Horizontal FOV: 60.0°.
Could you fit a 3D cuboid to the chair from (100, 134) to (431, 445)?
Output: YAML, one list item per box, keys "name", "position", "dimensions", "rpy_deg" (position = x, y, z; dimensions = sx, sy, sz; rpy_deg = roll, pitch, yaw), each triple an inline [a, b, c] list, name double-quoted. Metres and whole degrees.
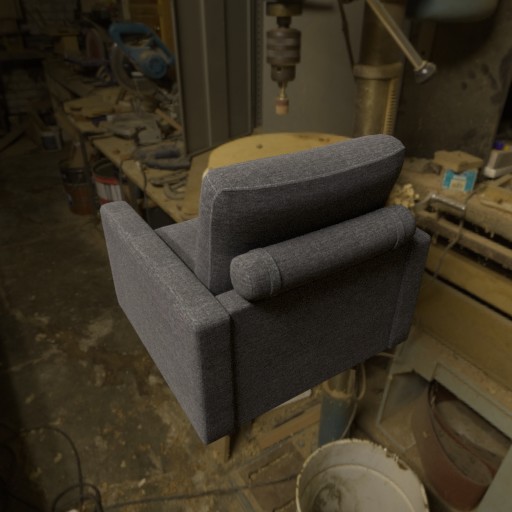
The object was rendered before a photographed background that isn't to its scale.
- name: "chair"
  position: [0.000, 0.000, 1.525]
  dimensions: [0.821, 0.880, 0.843]
  rpy_deg: [-18, 36, -27]
